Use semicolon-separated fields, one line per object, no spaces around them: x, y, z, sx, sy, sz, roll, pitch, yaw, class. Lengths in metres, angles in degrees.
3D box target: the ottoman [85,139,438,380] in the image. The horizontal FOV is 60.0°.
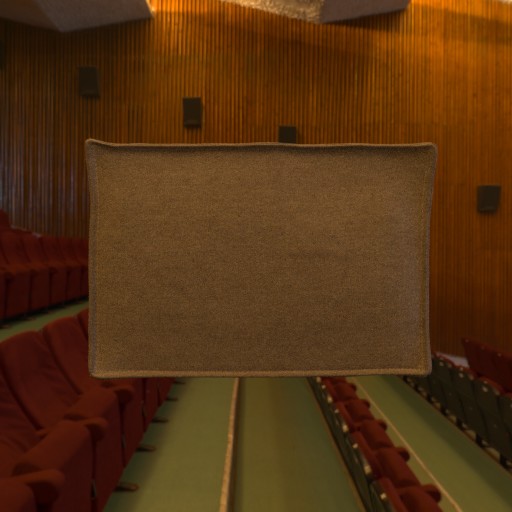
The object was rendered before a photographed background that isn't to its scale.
0.000;0.000;1.171;0.696;0.470;0.707;0;1;-1;ottoman
